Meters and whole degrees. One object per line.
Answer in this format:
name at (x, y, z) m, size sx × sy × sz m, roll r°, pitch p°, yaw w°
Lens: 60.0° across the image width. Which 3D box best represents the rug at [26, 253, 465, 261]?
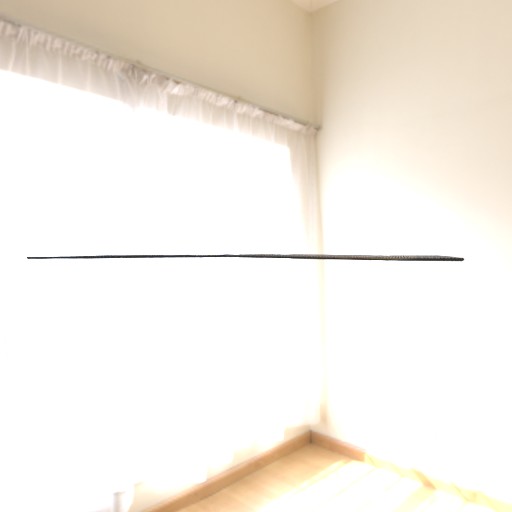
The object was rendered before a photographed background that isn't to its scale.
rug at (0.000, 0.000, 2.239) m, size 1.793 × 0.025 × 1.159 m, roll 0°, pitch 1°, yaw 19°
